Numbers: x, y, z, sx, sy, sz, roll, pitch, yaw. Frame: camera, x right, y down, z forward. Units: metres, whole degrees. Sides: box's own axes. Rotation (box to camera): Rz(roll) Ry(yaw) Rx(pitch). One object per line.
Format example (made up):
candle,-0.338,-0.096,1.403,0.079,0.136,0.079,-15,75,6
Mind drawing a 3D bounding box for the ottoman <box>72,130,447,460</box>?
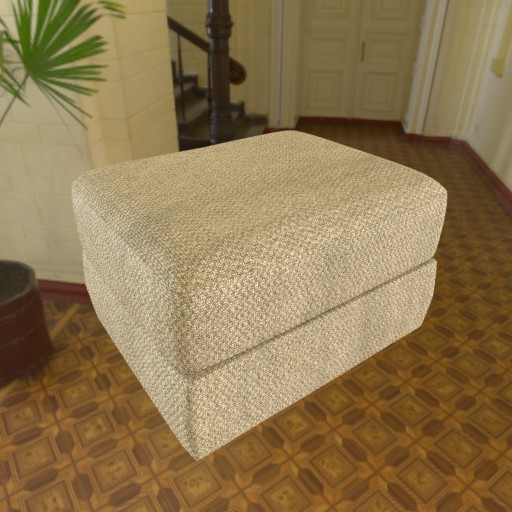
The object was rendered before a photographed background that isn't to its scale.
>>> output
ottoman,0.000,0.000,1.139,0.751,0.476,0.603,-20,36,-30
